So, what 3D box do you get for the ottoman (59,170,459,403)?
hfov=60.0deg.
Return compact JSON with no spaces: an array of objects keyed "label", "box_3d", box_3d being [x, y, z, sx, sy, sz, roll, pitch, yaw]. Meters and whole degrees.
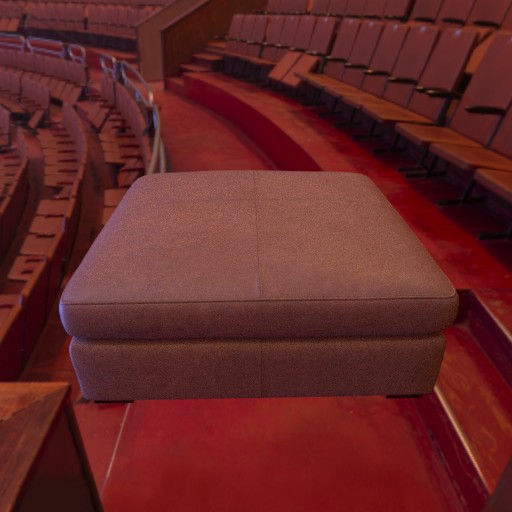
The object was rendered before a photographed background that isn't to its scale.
[{"label":"ottoman","box_3d":[0.000,0.000,1.803,1.168,0.490,1.168,-1,29,-1]}]
